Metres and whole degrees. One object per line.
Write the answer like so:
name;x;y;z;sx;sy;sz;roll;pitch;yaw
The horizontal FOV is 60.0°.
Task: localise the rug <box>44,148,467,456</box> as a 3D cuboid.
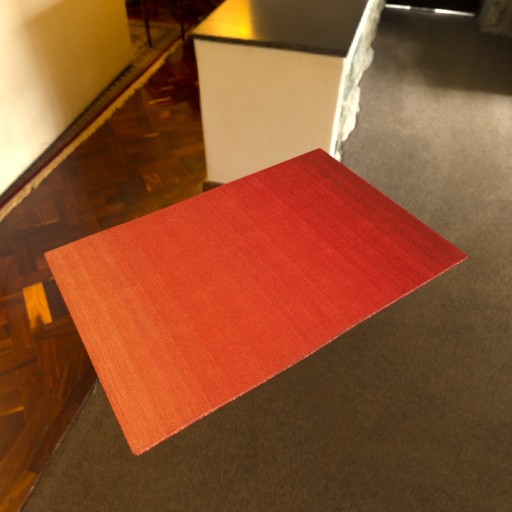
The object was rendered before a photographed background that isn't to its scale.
rug;0.000;0.000;2.294;1.835;0.018;1.230;-25;51;-22
